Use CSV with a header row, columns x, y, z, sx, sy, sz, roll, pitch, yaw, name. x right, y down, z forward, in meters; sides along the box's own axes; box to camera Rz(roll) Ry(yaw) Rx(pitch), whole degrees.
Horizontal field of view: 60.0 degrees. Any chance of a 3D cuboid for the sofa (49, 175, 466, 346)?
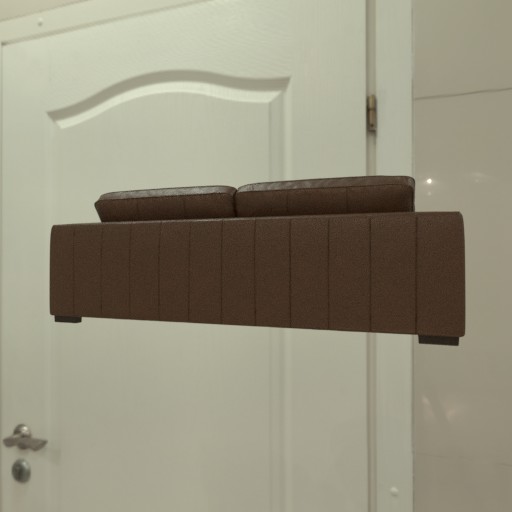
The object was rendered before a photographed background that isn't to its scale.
x,y,z,sx,sy,sz,roll,pitch,yaw,name
0.000,0.000,2.751,2.262,0.801,1.070,0,-1,20,sofa
